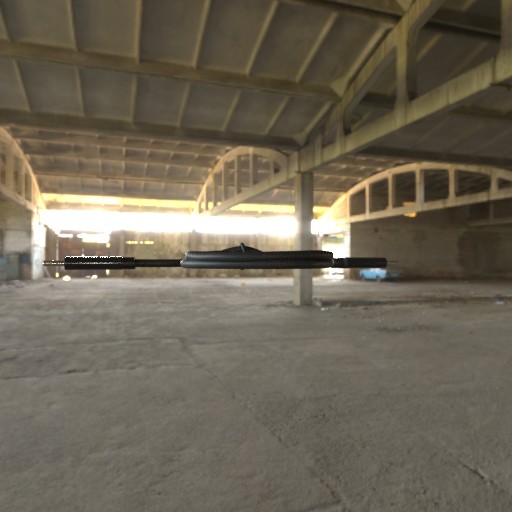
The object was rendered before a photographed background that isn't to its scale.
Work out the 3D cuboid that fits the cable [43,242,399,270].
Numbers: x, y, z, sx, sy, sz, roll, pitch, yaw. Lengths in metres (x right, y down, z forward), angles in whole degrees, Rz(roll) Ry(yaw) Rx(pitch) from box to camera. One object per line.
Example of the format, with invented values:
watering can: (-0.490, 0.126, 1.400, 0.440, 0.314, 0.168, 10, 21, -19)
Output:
cable: (0.000, 0.000, 0.206, 0.186, 0.014, 0.070, 0, -1, -18)
